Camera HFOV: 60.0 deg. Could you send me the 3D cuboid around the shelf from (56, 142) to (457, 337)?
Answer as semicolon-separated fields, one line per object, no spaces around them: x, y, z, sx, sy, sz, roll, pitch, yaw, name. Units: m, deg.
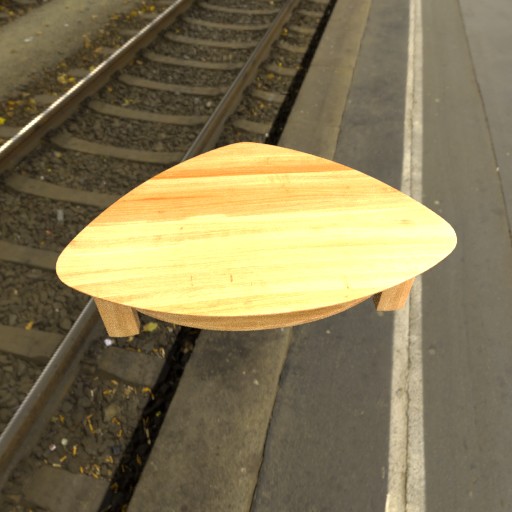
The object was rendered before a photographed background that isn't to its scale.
0.000;0.000;1.650;1.240;0.439;0.863;-5;46;-5;shelf
